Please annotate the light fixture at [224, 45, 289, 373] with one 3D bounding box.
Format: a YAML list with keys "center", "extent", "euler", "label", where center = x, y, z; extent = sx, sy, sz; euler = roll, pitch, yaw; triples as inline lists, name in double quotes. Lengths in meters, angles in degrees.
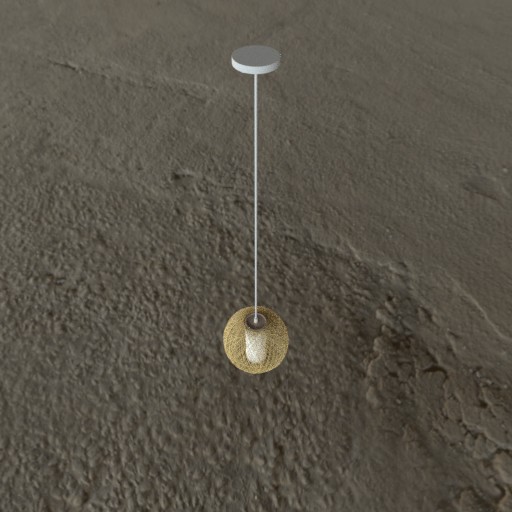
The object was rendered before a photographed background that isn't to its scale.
- center: [0.000, 0.000, 2.171]
  extent: [0.406, 1.955, 0.407]
  euler: [17, 50, 15]
  label: "light fixture"
